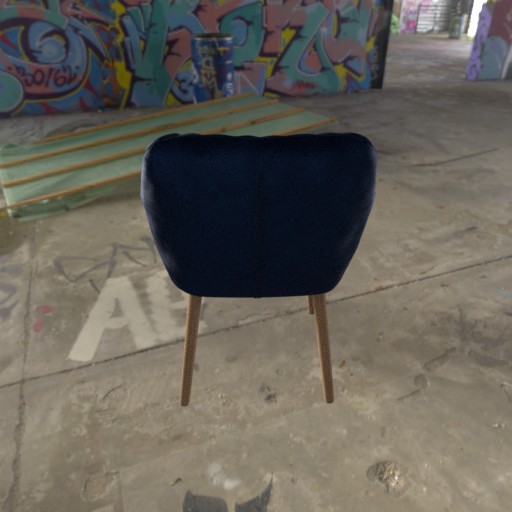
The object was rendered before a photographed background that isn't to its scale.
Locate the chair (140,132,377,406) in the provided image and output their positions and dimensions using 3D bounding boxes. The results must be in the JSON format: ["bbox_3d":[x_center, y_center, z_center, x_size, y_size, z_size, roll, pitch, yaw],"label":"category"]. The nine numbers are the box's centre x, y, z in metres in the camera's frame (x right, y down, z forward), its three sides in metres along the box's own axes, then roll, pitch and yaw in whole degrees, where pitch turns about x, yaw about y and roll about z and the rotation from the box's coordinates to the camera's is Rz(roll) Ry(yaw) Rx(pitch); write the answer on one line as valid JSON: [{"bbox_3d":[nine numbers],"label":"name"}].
[{"bbox_3d":[0.000,0.000,1.244,0.578,0.826,0.573,-1,30,-1],"label":"chair"}]
